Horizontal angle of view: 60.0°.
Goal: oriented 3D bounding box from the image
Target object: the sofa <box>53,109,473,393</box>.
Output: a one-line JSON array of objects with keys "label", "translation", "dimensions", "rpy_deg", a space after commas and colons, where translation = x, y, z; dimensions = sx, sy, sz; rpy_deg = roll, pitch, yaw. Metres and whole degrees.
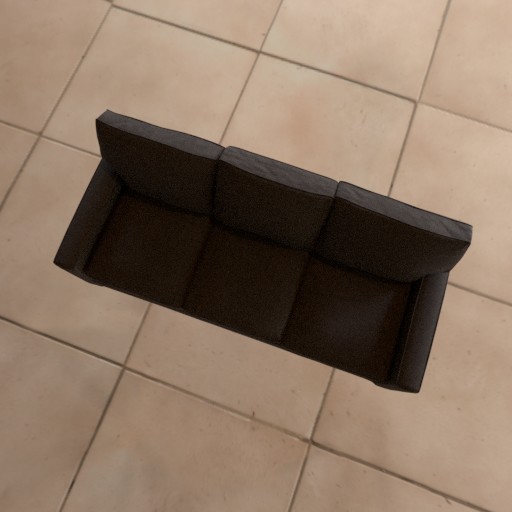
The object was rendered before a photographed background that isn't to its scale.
[{"label": "sofa", "translation": [0.000, 0.000, 2.877], "dimensions": [2.369, 0.978, 1.004], "rpy_deg": [19, 76, 5]}]
